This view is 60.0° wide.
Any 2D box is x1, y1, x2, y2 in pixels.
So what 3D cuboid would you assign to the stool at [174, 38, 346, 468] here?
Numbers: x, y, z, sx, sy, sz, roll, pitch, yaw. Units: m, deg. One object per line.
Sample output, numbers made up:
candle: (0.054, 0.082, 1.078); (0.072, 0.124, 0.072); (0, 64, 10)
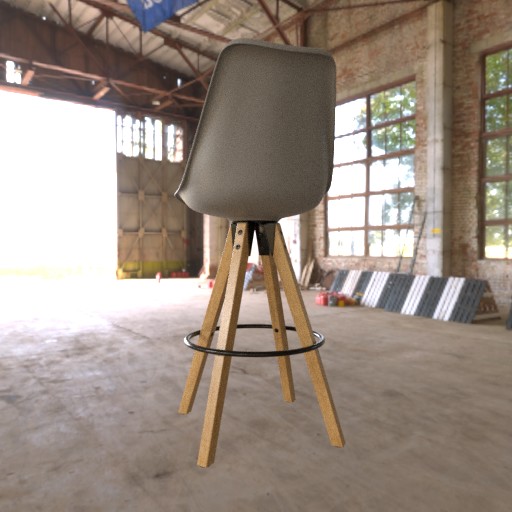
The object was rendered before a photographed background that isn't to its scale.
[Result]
stool: (0.000, 0.000, 1.407); (0.485, 1.115, 0.550); (0, 1, -17)
